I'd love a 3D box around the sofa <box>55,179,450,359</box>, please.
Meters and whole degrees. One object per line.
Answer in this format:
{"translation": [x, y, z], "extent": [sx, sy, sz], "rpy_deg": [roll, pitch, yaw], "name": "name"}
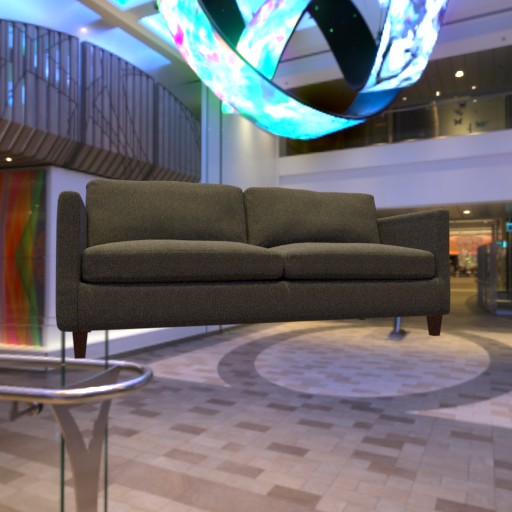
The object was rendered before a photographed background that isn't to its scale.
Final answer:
{"translation": [0.000, 0.000, 2.756], "extent": [2.208, 0.965, 0.948], "rpy_deg": [0, -1, -19], "name": "sofa"}
